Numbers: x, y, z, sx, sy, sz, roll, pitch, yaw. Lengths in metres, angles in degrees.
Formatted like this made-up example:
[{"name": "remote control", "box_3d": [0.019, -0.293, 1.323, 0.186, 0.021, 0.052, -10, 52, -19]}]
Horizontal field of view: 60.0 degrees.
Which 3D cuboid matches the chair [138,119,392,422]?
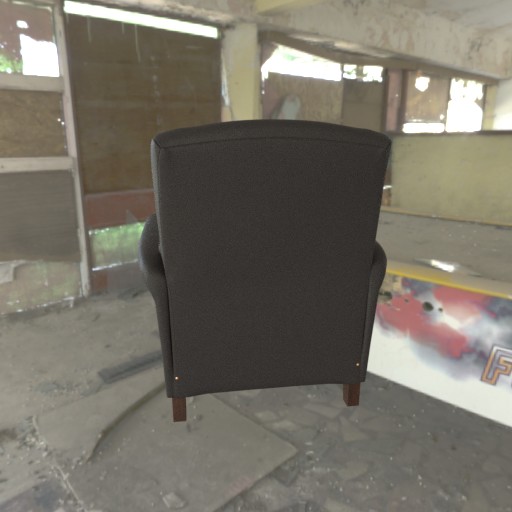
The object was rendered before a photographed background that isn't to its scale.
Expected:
[{"name": "chair", "box_3d": [0.000, 0.000, 1.857, 0.978, 1.061, 0.902, -2, 15, -8]}]
